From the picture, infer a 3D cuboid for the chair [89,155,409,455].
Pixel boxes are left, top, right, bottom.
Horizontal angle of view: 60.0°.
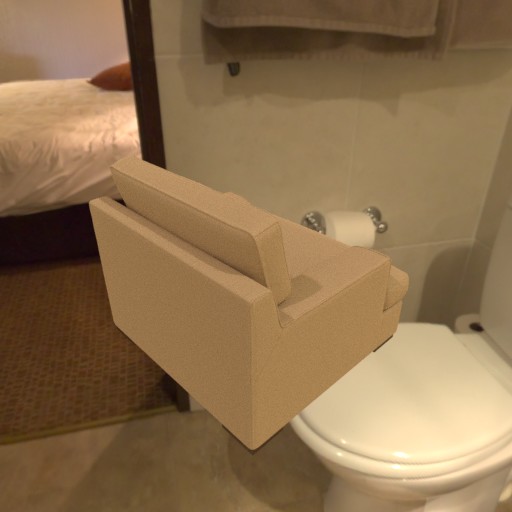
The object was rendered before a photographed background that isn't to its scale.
[{"bbox_3d":[0.000,0.000,2.260,1.293,1.005,1.274,22,37,33],"label":"chair"}]
